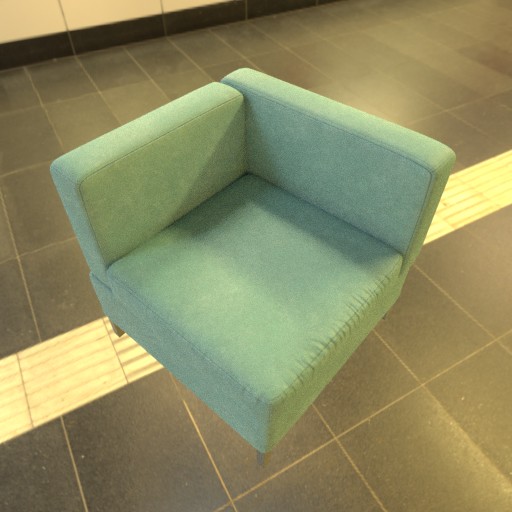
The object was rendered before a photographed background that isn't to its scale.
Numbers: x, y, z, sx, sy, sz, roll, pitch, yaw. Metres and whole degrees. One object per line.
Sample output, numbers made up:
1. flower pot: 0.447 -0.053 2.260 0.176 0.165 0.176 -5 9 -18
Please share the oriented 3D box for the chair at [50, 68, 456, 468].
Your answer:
1. chair: 0.000 0.000 1.199 0.680 0.660 0.680 32 55 27
